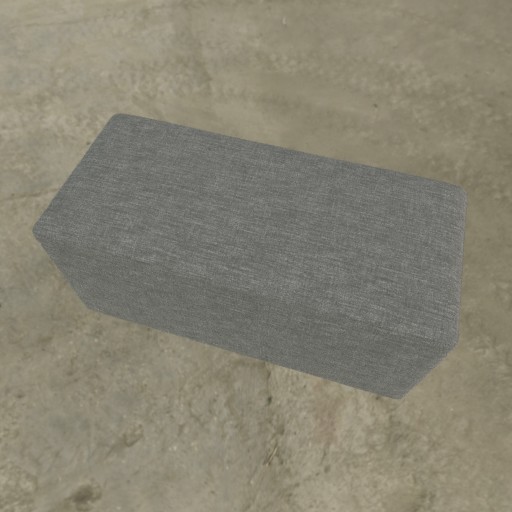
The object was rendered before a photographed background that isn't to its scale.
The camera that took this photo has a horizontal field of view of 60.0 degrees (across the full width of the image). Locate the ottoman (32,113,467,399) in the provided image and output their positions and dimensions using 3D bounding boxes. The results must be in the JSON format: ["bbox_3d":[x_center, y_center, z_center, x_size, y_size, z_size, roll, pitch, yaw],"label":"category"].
[{"bbox_3d":[0.000,0.000,1.124,0.902,0.432,0.419,14,59,9],"label":"ottoman"}]
